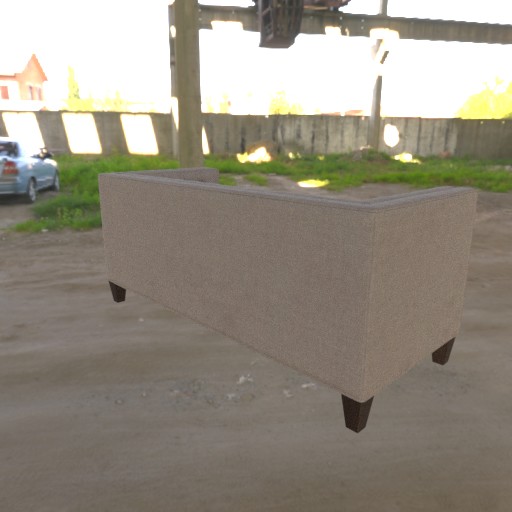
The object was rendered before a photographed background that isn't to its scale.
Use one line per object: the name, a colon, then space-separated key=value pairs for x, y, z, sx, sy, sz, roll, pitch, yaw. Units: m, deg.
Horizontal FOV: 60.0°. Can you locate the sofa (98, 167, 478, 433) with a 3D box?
sofa: x=0.000 y=0.000 z=2.224 sx=0.775 sy=0.762 sz=1.778 roll=-14 pitch=21 yaw=-42
